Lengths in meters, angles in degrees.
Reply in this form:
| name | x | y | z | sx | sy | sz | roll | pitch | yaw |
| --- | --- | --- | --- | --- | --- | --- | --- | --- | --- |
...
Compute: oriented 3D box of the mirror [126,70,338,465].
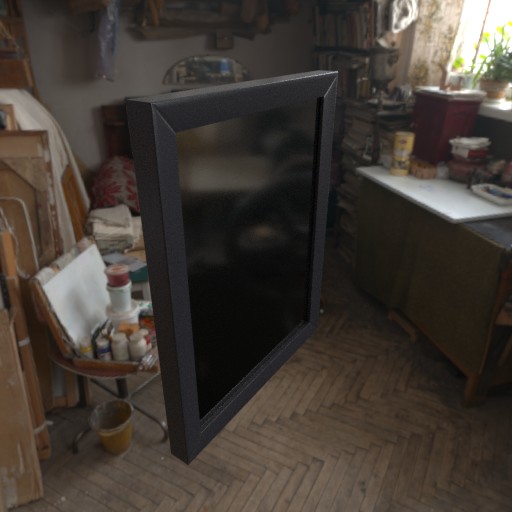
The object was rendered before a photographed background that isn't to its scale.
| name | x | y | z | sx | sy | sz | roll | pitch | yaw |
| --- | --- | --- | --- | --- | --- | --- | --- | --- | --- |
| mirror | 0.000 | 0.000 | 0.691 | 0.041 | 0.508 | 0.405 | 18 | 32 | 30 |
